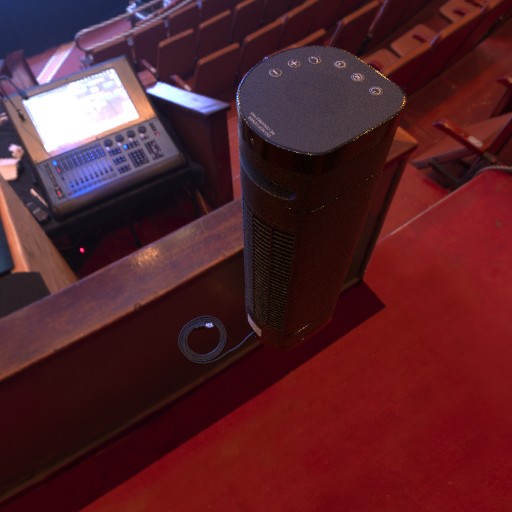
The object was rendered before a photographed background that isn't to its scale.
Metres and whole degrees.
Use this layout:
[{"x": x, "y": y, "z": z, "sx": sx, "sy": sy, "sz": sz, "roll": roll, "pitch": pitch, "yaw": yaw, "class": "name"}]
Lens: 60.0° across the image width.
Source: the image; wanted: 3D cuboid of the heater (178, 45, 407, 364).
[{"x": 0.000, "y": 0.000, "z": 0.694, "sx": 0.312, "sy": 0.552, "sz": 0.174, "roll": -31, "pitch": 63, "yaw": -18, "class": "heater"}]
